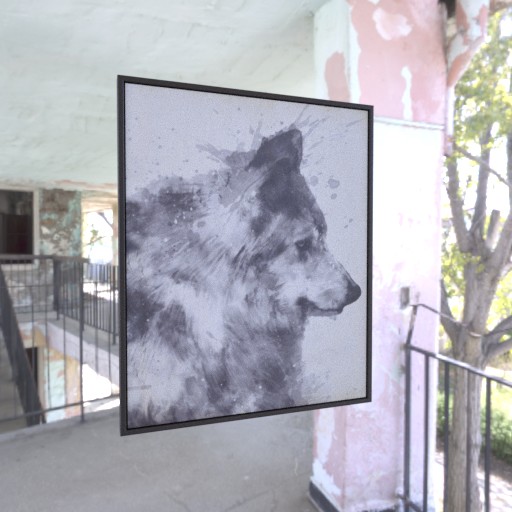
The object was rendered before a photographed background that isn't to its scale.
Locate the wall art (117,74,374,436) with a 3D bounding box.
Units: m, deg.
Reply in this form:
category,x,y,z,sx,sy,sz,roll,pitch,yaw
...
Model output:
category,x,y,z,sx,sy,sz,roll,pitch,yaw
wall art,0.000,0.000,0.761,0.451,0.551,0.028,-1,2,-19
